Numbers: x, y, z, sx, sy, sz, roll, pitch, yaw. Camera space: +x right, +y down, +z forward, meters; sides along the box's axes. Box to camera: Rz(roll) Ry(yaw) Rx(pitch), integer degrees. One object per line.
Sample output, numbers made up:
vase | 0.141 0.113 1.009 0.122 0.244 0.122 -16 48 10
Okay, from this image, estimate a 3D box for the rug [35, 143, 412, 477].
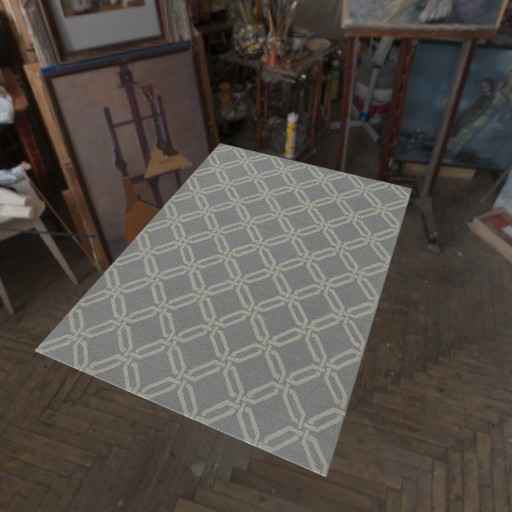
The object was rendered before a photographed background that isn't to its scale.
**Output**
rug | 0.000 0.000 4.312 2.438 0.013 3.353 17 48 16
